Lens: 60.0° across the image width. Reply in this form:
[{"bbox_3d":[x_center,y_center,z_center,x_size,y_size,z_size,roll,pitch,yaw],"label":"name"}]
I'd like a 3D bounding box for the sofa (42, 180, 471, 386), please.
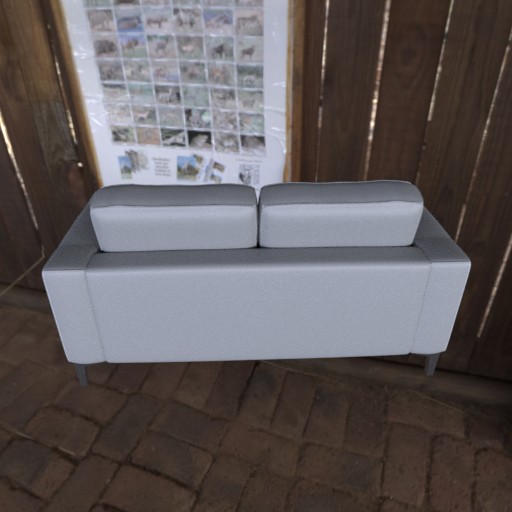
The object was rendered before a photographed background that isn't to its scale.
[{"bbox_3d":[0.000,0.000,2.164,1.726,0.892,0.833,-1,31,-2],"label":"sofa"}]
